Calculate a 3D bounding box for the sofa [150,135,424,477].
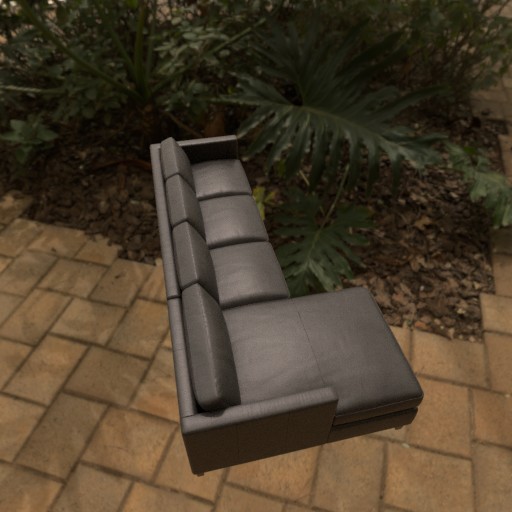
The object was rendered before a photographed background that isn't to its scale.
[{"bbox_3d":[0.000,0.000,3.907,1.581,0.883,3.203,-9,45,-9],"label":"sofa"}]
